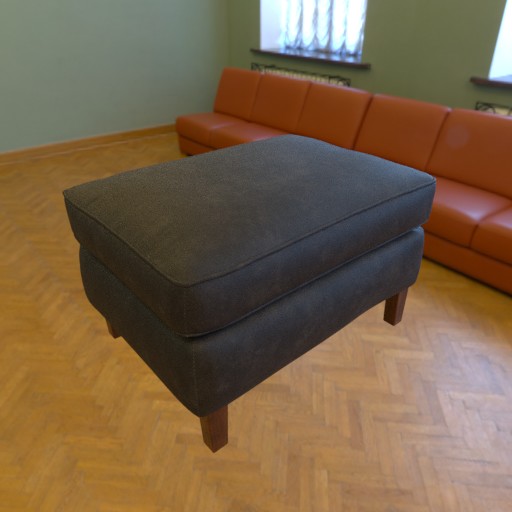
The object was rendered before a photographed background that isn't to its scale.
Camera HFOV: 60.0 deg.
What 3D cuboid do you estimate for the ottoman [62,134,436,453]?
[{"bbox_3d":[0.000,0.000,1.002,0.665,0.413,0.501,-23,37,-34],"label":"ottoman"}]
